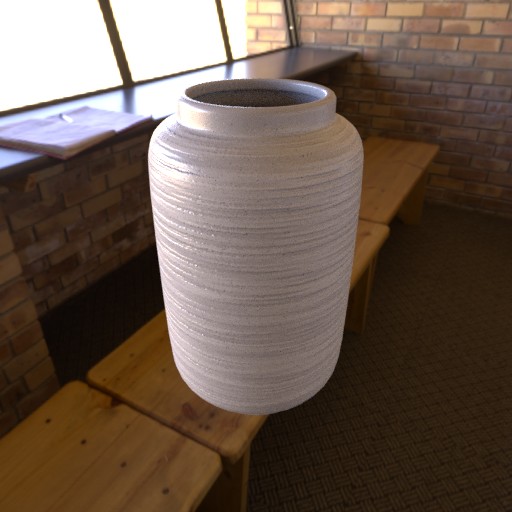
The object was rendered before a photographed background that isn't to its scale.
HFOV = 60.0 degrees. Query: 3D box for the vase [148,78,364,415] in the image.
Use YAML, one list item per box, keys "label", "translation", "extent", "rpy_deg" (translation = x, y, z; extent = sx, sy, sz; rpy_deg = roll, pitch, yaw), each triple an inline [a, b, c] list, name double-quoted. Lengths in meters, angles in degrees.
- label: "vase"
  translation: [0.000, 0.000, 0.472]
  extent: [0.202, 0.335, 0.202]
  rpy_deg: [0, 31, 0]
